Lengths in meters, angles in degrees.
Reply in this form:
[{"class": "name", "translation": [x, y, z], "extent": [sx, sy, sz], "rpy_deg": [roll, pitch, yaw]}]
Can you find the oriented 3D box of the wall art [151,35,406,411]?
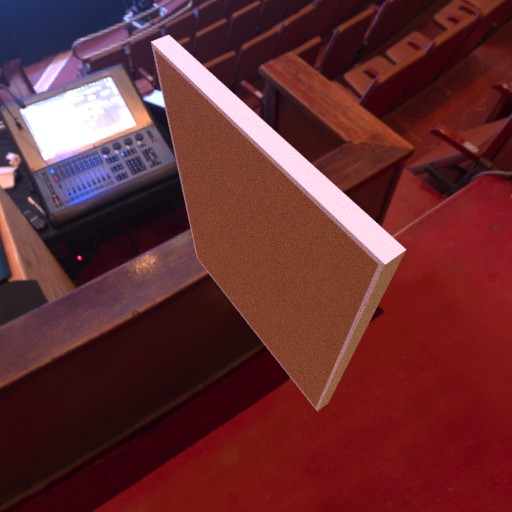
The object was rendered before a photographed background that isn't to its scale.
[{"class": "wall art", "translation": [0.000, 0.000, 0.741], "extent": [0.030, 0.549, 0.443], "rpy_deg": [-32, 62, -19]}]
